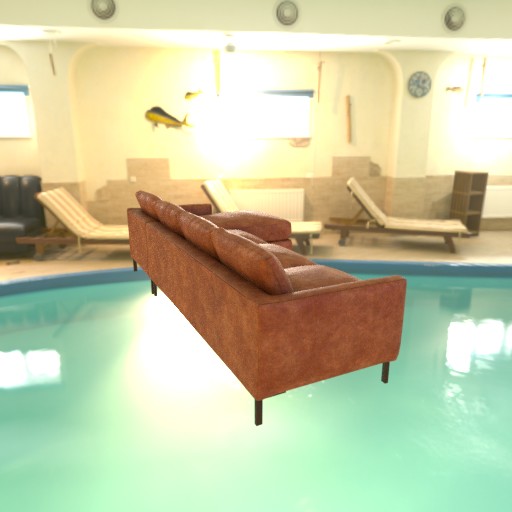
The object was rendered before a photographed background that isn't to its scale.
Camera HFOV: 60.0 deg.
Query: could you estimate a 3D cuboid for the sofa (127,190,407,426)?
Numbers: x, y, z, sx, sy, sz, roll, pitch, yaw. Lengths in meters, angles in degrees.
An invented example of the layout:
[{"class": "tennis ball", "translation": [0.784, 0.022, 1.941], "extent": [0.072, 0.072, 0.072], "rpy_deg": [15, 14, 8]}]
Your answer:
[{"class": "sofa", "translation": [0.000, 0.000, 3.603], "extent": [1.471, 0.859, 2.993], "rpy_deg": [-8, 17, -26]}]
